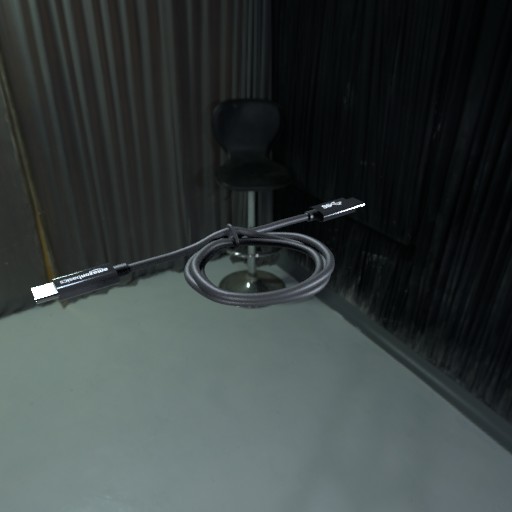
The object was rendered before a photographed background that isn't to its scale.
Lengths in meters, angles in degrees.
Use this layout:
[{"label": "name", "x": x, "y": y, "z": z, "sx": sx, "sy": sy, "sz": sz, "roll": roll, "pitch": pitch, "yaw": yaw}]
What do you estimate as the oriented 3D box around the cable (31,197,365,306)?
[{"label": "cable", "x": 0.000, "y": 0.000, "z": 0.208, "sx": 0.186, "sy": 0.014, "sz": 0.070, "roll": -18, "pitch": 34, "yaw": -29}]
